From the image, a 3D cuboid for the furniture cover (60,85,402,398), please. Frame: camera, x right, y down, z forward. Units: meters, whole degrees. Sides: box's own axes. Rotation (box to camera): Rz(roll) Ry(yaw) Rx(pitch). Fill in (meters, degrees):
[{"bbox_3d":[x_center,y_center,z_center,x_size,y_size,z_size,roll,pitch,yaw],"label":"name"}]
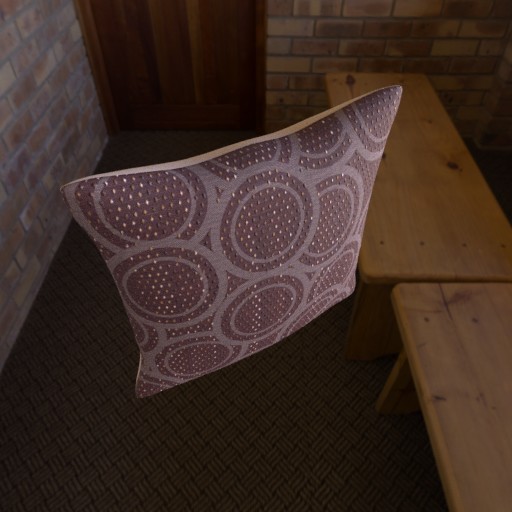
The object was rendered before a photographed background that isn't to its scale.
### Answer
[{"bbox_3d":[0.000,0.000,0.800,0.552,0.509,0.193,-23,49,-21],"label":"furniture cover"}]
